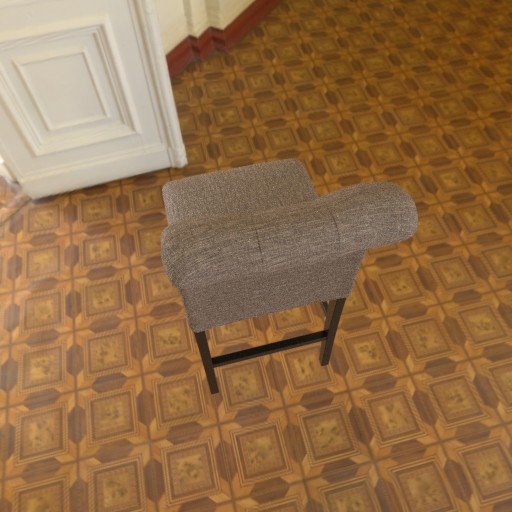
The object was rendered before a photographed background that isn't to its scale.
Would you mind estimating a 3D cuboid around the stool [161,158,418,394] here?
[{"bbox_3d":[0.000,0.000,1.272,0.457,0.970,0.611,-12,58,-8],"label":"stool"}]
